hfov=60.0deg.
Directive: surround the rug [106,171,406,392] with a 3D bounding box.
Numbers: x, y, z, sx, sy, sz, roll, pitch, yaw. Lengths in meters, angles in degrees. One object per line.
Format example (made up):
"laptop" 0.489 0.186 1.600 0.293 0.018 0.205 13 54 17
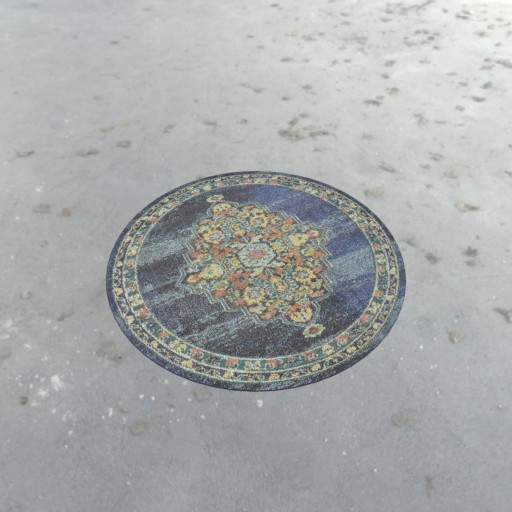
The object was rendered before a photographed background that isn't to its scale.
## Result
"rug" 0.000 0.000 3.619 2.386 0.014 2.386 0 46 0
